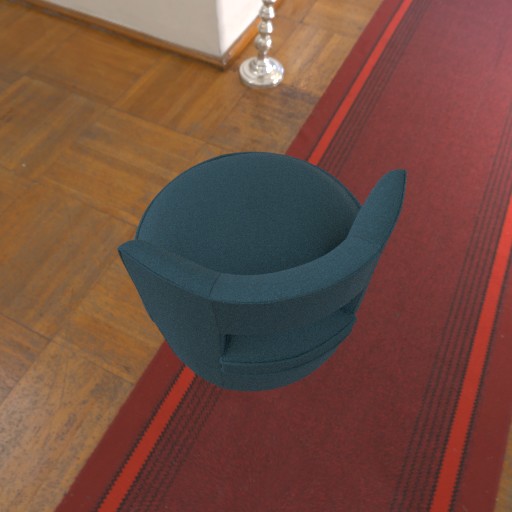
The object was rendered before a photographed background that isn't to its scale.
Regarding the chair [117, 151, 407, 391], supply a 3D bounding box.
[{"bbox_3d":[0.000,0.000,1.272,0.684,0.711,0.660,-16,60,-9],"label":"chair"}]
